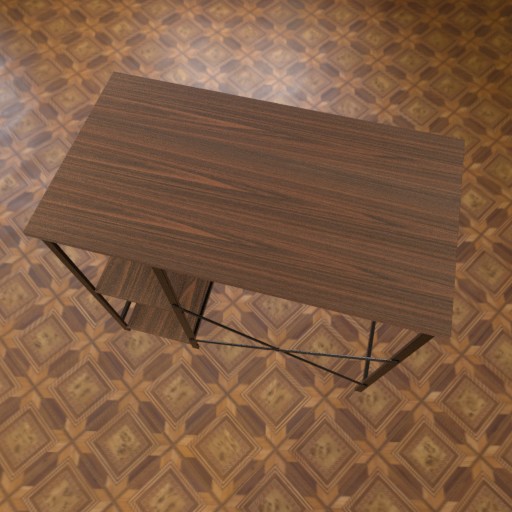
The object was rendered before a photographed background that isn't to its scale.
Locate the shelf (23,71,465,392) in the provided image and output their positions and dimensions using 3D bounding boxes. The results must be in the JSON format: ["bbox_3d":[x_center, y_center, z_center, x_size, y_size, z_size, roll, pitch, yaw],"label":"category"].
[{"bbox_3d":[0.000,0.000,1.340,0.902,0.750,0.498,13,65,6],"label":"shelf"}]
